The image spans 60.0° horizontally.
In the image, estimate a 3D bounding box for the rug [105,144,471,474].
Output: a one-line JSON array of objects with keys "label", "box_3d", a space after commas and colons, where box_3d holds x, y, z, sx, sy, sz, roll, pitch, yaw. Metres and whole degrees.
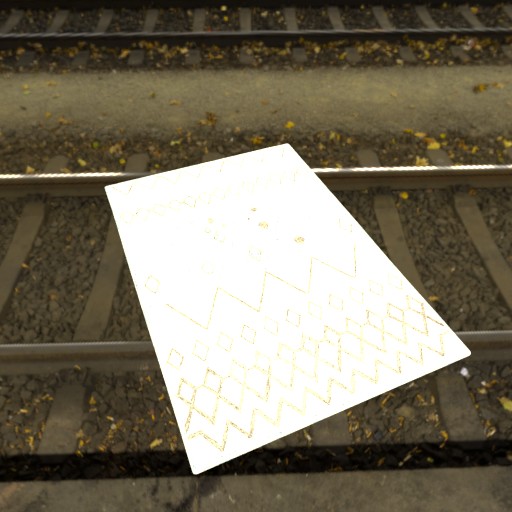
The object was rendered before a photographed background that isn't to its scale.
[{"label": "rug", "box_3d": [0.000, 0.000, 2.331, 1.260, 0.009, 1.820, -17, 48, -16]}]
